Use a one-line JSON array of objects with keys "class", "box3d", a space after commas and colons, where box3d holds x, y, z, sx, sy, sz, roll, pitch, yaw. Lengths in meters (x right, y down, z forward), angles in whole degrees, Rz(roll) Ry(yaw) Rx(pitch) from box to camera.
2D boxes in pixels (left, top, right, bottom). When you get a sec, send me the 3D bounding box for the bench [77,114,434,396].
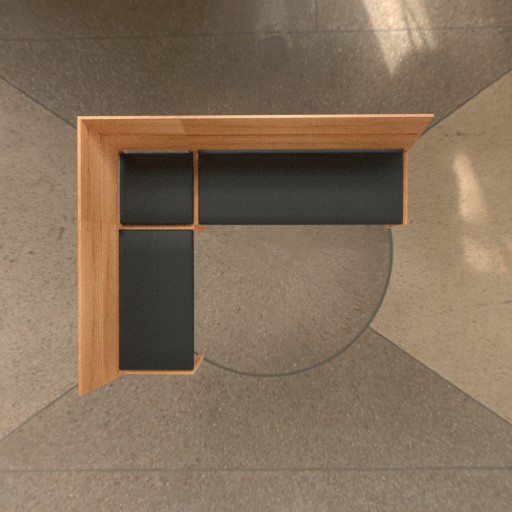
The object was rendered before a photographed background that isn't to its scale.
[{"class": "bench", "box3d": [0.000, 0.000, 2.868, 1.948, 0.890, 1.548, 0, 91, 1]}]
